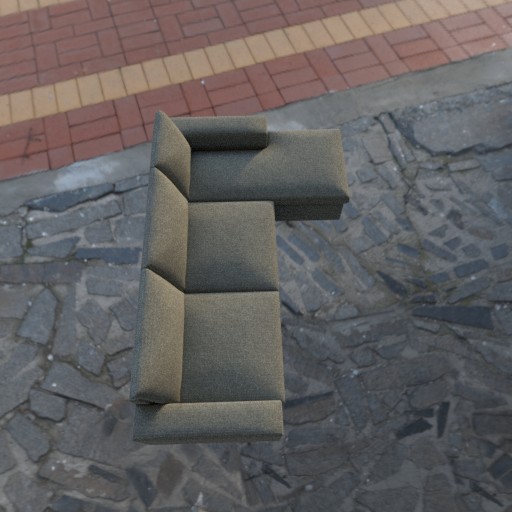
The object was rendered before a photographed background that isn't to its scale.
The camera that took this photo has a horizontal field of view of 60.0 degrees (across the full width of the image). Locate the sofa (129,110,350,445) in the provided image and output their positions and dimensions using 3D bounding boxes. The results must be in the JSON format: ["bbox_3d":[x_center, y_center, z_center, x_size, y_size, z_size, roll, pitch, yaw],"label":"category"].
[{"bbox_3d":[0.000,0.000,3.566,1.689,0.940,2.718,-2,64,-1],"label":"sofa"}]
